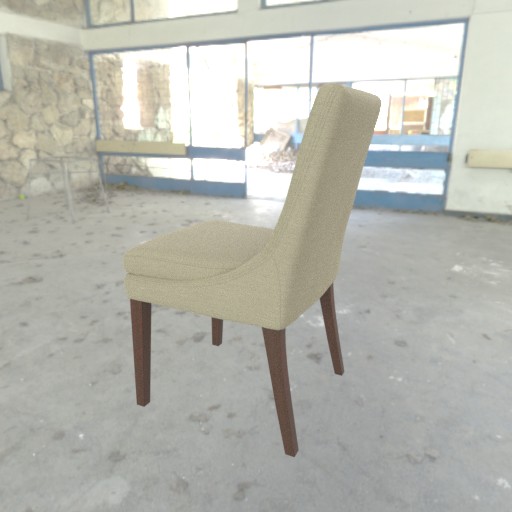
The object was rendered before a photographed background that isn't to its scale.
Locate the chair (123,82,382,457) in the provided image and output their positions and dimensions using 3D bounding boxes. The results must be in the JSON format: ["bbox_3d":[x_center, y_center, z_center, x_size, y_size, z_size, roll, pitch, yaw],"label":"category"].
[{"bbox_3d":[0.000,0.000,1.354,0.638,0.940,0.515,8,18,25],"label":"chair"}]
